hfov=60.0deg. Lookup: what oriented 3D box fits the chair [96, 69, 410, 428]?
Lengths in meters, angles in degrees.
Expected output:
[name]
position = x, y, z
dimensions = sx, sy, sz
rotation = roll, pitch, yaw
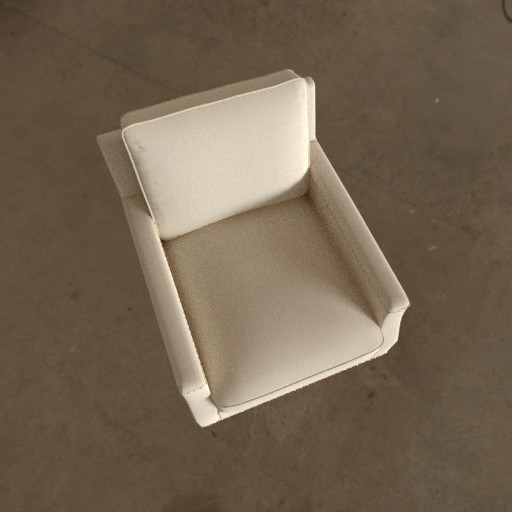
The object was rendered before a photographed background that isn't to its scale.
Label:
[chair]
position = 0.000, 0.000, 1.737
dimensions = 0.853, 0.943, 1.014
rotation = -19, 65, -9
